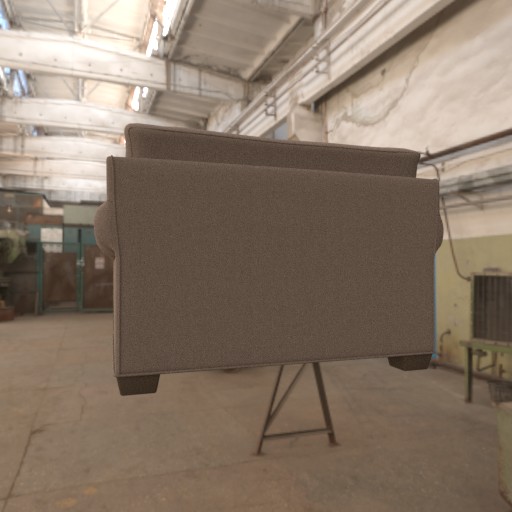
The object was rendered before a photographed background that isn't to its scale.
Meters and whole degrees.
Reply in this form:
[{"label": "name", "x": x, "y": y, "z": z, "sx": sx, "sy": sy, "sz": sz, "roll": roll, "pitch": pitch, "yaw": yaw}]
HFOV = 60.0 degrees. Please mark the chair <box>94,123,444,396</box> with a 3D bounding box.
[{"label": "chair", "x": 0.000, "y": 0.000, "z": 2.034, "sx": 1.390, "sy": 0.930, "sz": 0.930, "roll": 0, "pitch": -1, "yaw": -18}]
